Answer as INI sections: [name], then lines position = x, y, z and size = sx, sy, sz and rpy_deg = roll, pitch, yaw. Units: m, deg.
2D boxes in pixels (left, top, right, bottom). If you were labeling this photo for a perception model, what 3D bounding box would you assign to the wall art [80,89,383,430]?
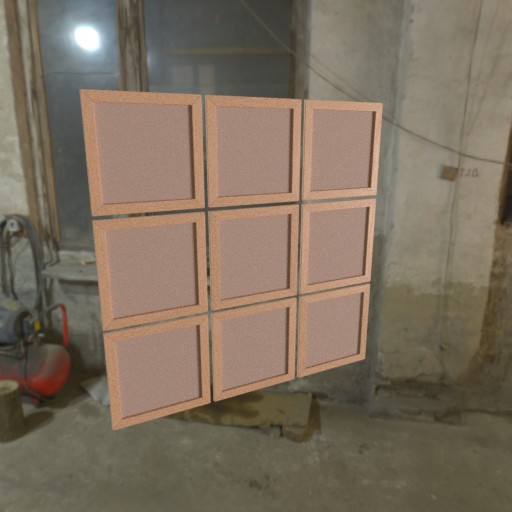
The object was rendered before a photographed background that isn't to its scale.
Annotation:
[wall art]
position = 0.000, 0.000, 2.228
size = 1.519, 1.507, 0.014
rpy_deg = -8, 17, -26
